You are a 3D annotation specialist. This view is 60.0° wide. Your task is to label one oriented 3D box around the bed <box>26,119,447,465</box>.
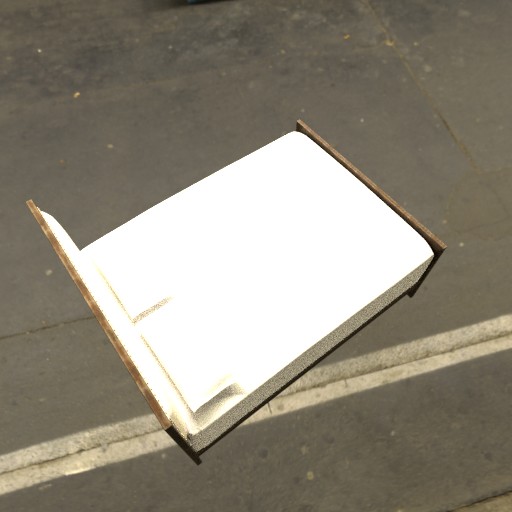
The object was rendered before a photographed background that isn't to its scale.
[{"bbox_3d":[0.000,0.000,3.206,2.221,1.313,1.607,-33,64,-18],"label":"bed"}]
